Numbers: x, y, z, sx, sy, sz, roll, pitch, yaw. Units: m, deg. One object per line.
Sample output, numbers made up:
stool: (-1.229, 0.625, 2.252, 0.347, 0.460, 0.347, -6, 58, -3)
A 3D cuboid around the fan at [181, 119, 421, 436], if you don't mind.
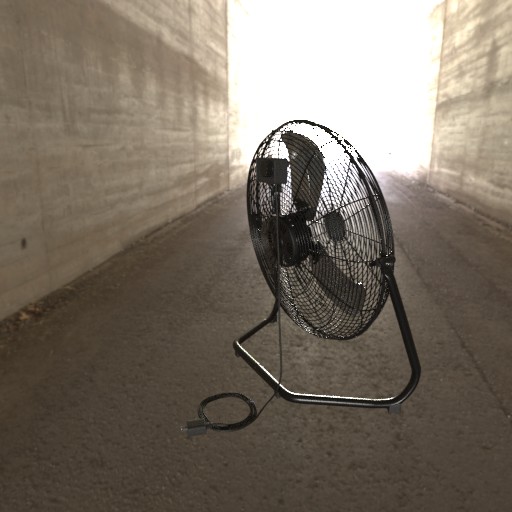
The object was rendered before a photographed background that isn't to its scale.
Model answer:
fan: (0.000, 0.000, 1.016, 0.470, 0.605, 0.595, -7, 16, -26)
